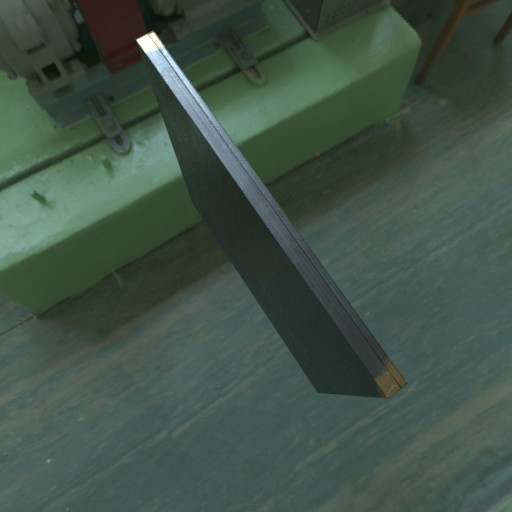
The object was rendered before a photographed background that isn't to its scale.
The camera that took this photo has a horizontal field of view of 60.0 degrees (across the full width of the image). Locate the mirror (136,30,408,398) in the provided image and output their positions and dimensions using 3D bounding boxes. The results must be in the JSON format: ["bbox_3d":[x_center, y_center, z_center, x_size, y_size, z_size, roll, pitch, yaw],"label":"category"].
[{"bbox_3d":[0.000,0.000,0.552,0.020,0.381,0.382,-32,76,-9],"label":"mirror"}]
